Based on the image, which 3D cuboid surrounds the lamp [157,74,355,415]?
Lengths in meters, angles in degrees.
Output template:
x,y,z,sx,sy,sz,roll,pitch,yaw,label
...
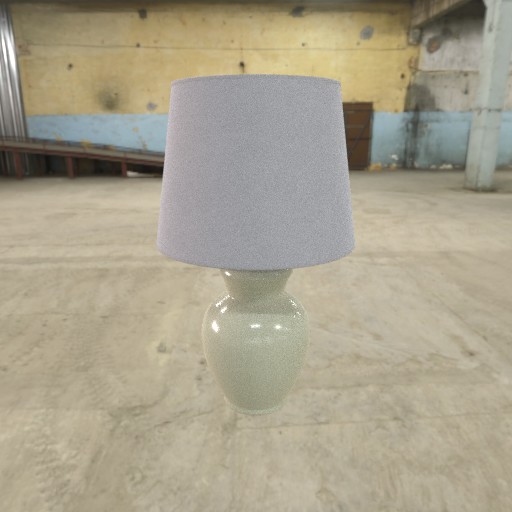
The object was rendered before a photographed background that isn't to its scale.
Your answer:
x,y,z,sx,sy,sz,roll,pitch,yaw,label
0.000,0.000,0.551,0.239,0.399,0.239,0,16,0,lamp
